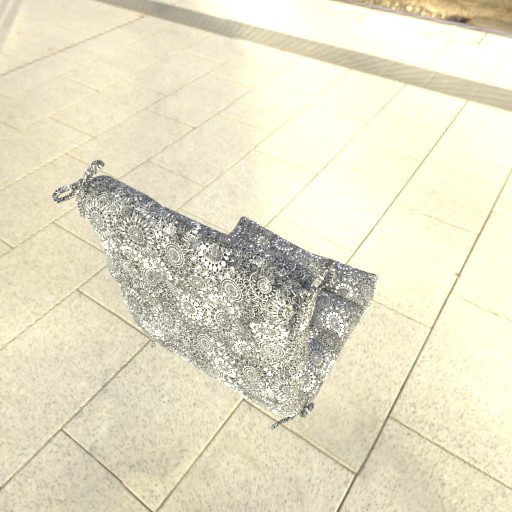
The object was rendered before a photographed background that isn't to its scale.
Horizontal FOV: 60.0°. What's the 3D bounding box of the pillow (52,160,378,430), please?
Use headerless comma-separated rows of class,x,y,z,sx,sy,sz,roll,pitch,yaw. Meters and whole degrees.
pillow,0.000,0.000,1.033,0.519,0.605,0.571,25,52,22
